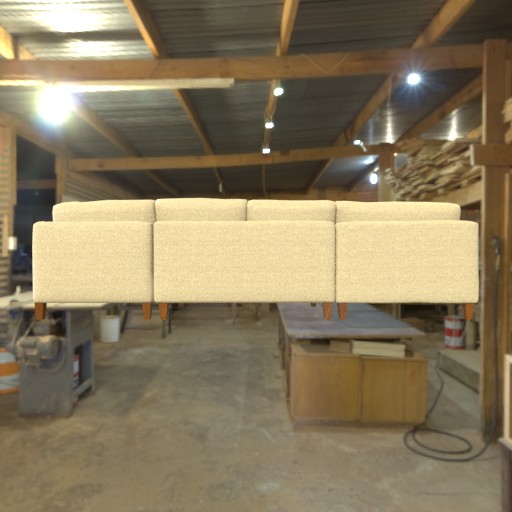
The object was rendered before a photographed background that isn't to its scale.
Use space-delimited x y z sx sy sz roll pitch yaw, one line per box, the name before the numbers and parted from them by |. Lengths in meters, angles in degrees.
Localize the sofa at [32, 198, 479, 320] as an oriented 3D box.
sofa | 0.000 0.000 4.653 3.460 0.961 2.594 0 0 0
